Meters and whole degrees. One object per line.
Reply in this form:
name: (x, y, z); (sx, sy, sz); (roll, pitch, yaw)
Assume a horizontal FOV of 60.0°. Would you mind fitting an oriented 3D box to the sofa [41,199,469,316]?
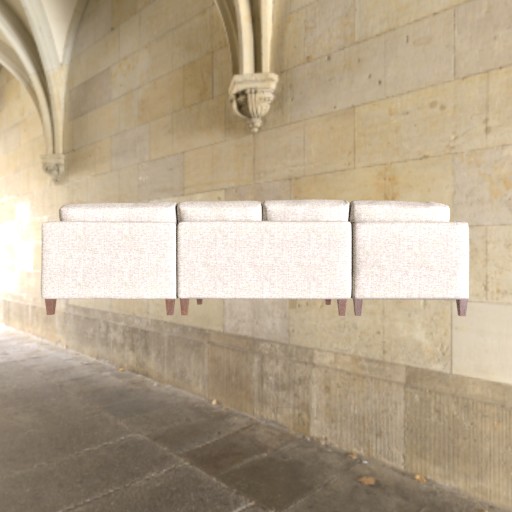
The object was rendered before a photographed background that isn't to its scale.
sofa: (0.000, 0.000, 4.792); (3.460, 0.959, 2.593); (0, 0, 1)
